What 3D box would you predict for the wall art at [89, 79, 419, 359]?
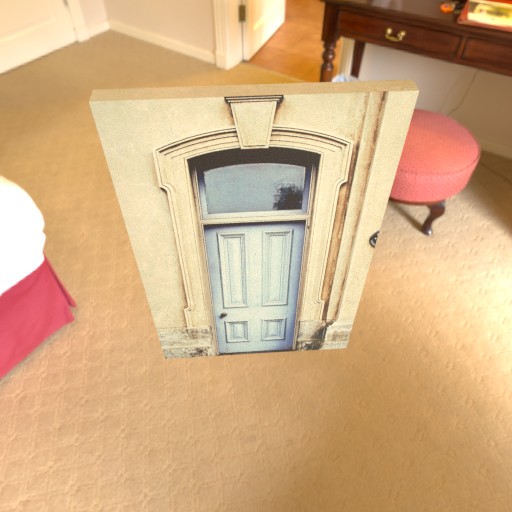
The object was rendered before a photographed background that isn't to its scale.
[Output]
[{"bbox_3d":[0.000,0.000,0.972,0.508,0.764,0.038,-3,47,-3],"label":"wall art"}]
